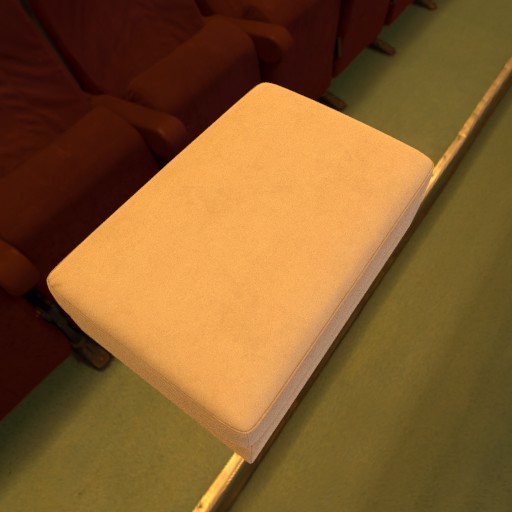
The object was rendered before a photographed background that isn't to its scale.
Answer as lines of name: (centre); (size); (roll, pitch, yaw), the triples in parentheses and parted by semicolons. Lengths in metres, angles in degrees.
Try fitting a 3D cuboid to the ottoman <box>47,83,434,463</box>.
ottoman: (0.000, 0.000, 1.209); (0.584, 0.483, 0.864); (32, 64, 18)
